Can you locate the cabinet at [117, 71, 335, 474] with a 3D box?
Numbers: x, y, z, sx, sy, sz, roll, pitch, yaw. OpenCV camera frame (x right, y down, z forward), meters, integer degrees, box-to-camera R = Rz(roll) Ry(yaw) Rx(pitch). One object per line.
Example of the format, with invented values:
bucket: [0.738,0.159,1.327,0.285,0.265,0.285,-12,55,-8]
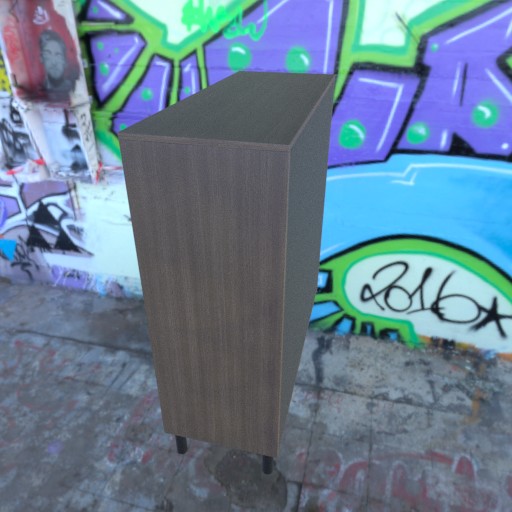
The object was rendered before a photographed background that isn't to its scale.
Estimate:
cabinet: [0.000,0.000,1.690,0.400,1.170,1.010,7,31,12]
